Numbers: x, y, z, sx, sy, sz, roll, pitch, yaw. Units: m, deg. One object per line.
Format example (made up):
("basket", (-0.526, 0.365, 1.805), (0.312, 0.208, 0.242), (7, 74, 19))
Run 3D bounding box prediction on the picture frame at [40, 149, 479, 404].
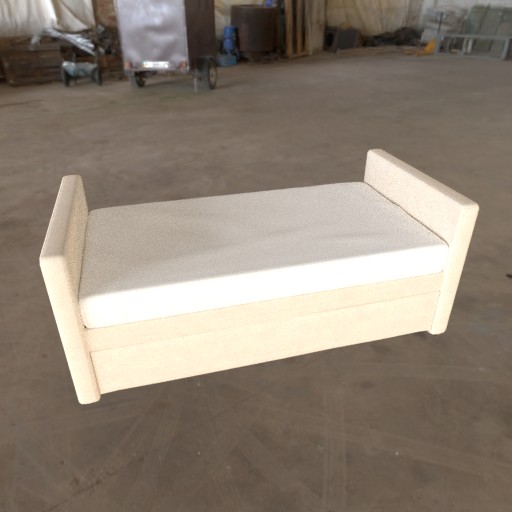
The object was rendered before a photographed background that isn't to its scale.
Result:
("picture frame", (0.000, 0.000, 2.739), (2.161, 0.891, 1.069), (-8, 31, -13))
